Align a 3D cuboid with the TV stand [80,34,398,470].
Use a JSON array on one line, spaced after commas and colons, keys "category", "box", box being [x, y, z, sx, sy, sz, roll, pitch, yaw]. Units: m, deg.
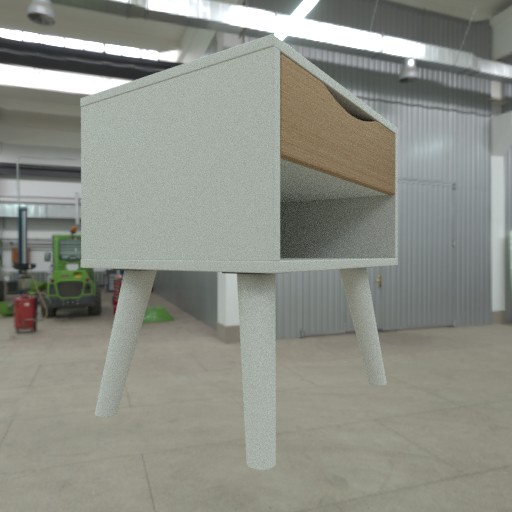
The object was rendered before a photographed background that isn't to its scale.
[{"category": "TV stand", "box": [0.000, 0.000, 0.879, 0.405, 0.559, 0.508, 0, 0, 35]}]
